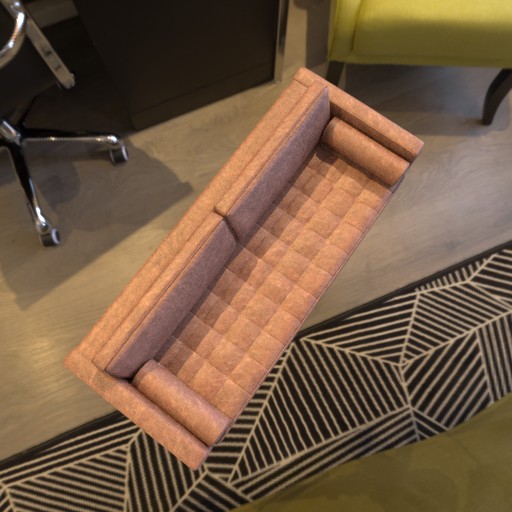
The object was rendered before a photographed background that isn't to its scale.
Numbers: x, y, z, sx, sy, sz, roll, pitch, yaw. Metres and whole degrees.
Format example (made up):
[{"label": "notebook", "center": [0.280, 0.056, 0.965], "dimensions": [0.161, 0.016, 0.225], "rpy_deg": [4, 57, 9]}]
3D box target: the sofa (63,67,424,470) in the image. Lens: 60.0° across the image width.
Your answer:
[{"label": "sofa", "center": [0.000, 0.000, 2.623], "dimensions": [0.914, 0.762, 2.210], "rpy_deg": [35, 79, 8]}]
